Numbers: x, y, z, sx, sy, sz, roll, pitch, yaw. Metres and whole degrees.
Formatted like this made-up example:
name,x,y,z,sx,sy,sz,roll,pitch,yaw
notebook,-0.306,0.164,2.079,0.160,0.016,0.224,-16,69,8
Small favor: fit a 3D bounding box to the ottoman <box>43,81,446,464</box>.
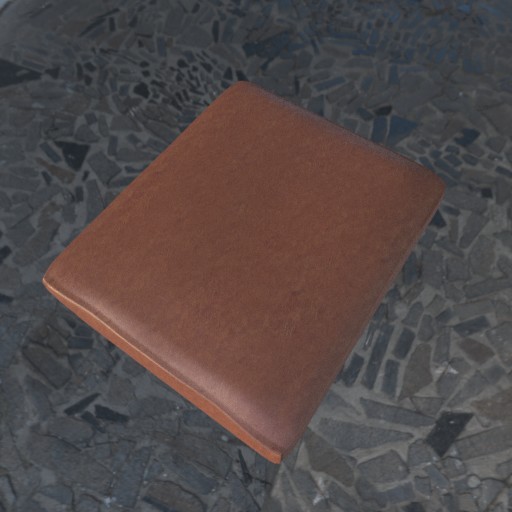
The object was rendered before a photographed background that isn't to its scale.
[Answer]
name,x,y,z,sx,sy,sz,roll,pitch,yaw
ottoman,0.000,0.000,1.470,0.836,0.472,0.987,32,67,15
